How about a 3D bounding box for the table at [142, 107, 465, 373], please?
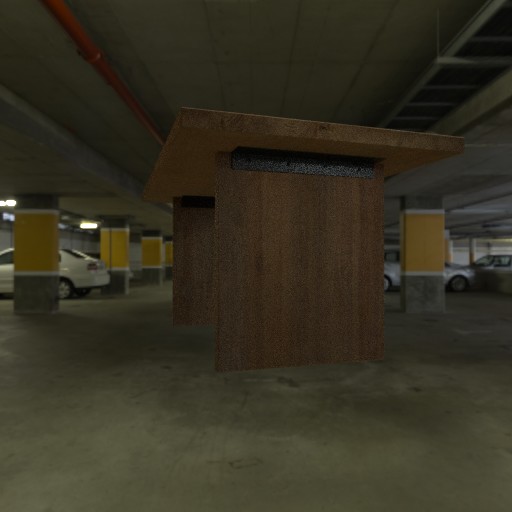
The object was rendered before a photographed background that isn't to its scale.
[{"bbox_3d":[0.000,0.000,2.097,0.946,0.780,1.609,0,-1,-18],"label":"table"}]
